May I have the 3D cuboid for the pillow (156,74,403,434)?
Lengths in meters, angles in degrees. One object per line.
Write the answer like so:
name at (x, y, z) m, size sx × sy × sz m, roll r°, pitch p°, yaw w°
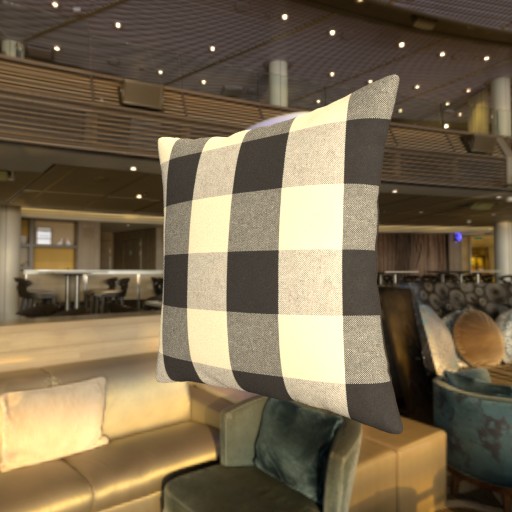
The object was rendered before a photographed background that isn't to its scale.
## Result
pillow at (0.000, 0.000, 0.775) m, size 0.511 × 0.509 × 0.161 m, roll -2°, pitch -3°, yaw 37°
